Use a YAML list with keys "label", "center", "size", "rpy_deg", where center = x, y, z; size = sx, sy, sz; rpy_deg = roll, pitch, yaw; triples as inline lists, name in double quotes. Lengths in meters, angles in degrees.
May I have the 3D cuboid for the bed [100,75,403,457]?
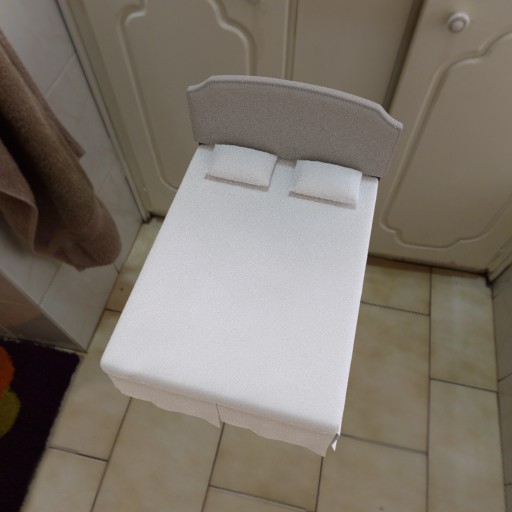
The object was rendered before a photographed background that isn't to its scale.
- label: "bed"
  center: [0.000, 0.000, 2.947]
  size: [1.558, 1.270, 1.999]
  rpy_deg: [13, 59, 8]
